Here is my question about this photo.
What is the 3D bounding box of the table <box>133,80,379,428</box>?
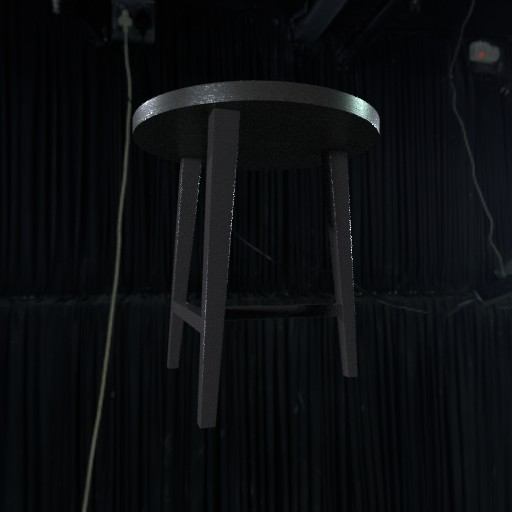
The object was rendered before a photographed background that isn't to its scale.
[{"bbox_3d":[0.000,0.000,0.927,0.500,0.531,0.500,0,-1,0],"label":"table"}]
